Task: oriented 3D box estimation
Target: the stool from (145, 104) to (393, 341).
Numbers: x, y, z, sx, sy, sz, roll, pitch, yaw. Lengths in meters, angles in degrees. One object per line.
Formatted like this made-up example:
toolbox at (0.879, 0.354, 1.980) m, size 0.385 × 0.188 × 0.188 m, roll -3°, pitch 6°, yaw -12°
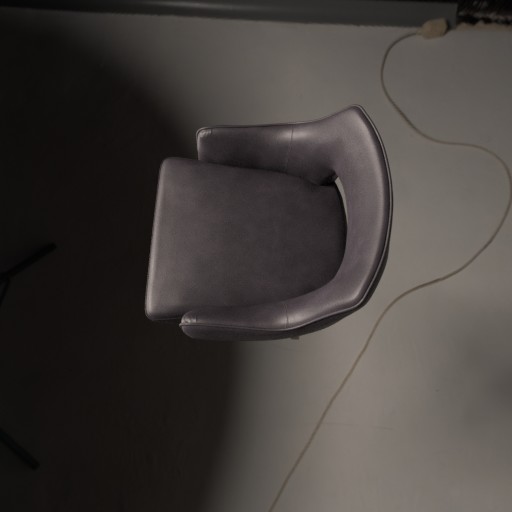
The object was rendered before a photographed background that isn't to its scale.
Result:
stool at (0.000, 0.000, 1.373) m, size 0.560 × 1.041 × 0.550 m, roll 3°, pitch 75°, yaw 1°
